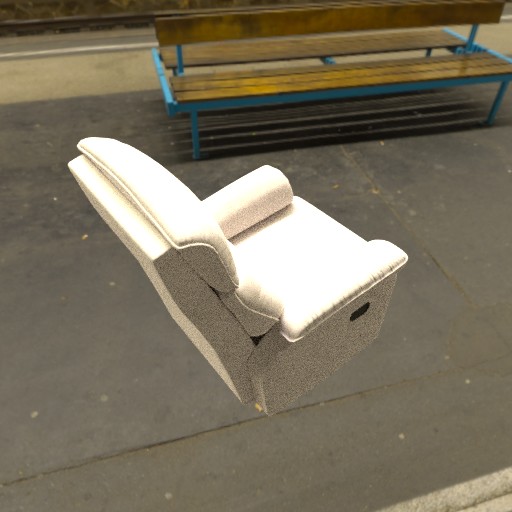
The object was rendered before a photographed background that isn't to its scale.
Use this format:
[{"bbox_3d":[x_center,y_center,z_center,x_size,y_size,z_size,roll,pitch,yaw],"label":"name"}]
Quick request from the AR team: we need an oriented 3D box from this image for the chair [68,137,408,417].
[{"bbox_3d":[0.000,0.000,1.678,1.001,1.039,0.820,-27,48,-27],"label":"chair"}]
